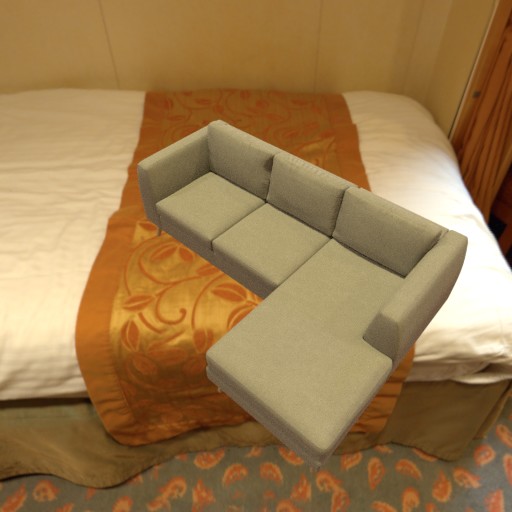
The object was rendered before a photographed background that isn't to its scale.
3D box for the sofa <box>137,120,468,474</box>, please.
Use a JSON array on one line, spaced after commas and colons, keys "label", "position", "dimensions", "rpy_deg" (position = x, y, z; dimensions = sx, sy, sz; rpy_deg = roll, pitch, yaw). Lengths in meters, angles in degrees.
[{"label": "sofa", "position": [0.000, 0.000, 3.078], "dimensions": [2.300, 0.860, 1.580], "rpy_deg": [33, 54, 28]}]
